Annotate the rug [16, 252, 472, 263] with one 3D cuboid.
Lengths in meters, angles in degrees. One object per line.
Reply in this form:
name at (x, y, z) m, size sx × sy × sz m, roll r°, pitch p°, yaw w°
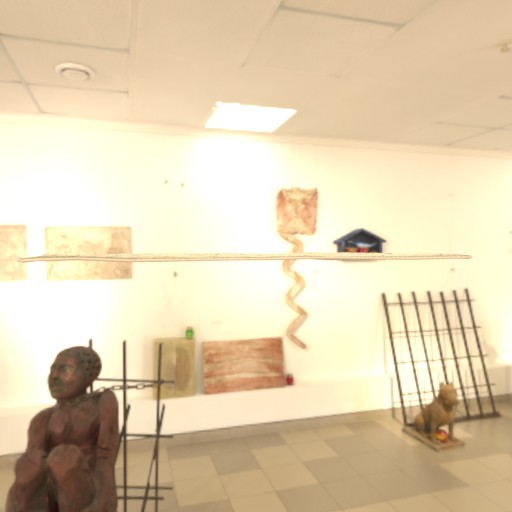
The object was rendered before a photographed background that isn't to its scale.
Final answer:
rug at (0.000, 0.000, 2.615) m, size 2.381 × 0.036 × 0.831 m, roll 0°, pitch 1°, yaw -17°
